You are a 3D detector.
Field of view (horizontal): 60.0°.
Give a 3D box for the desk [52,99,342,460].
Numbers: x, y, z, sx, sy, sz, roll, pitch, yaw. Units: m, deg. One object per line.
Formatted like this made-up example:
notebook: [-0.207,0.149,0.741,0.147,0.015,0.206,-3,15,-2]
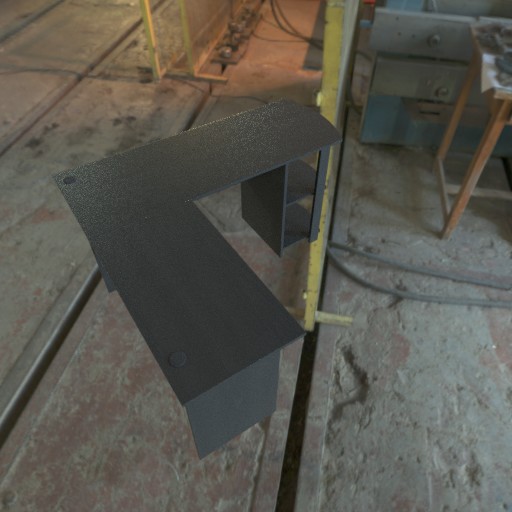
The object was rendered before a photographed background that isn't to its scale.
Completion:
desk: [0.000,0.000,2.155,1.361,0.716,1.303,-26,52,-22]
